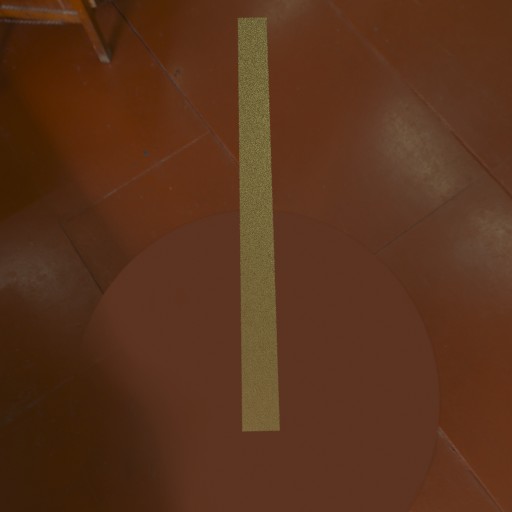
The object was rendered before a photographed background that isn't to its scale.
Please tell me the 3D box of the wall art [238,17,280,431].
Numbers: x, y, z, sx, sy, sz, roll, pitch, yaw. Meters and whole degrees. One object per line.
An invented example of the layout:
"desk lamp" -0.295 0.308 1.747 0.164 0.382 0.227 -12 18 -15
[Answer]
"wall art" 0.000 0.000 1.917 0.095 1.284 1.284 -1 74 0
